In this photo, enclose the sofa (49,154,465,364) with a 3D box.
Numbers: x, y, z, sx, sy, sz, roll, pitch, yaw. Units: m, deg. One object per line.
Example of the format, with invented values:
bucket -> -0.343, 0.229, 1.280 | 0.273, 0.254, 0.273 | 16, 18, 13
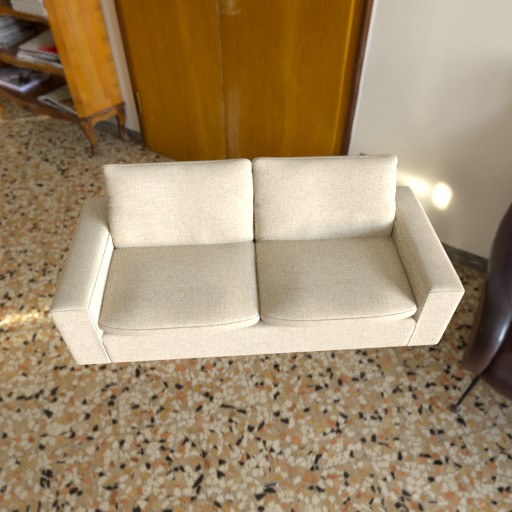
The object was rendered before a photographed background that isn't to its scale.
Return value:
sofa -> 0.000, 0.000, 2.818 | 2.299, 0.922, 1.040 | -3, 45, -3
